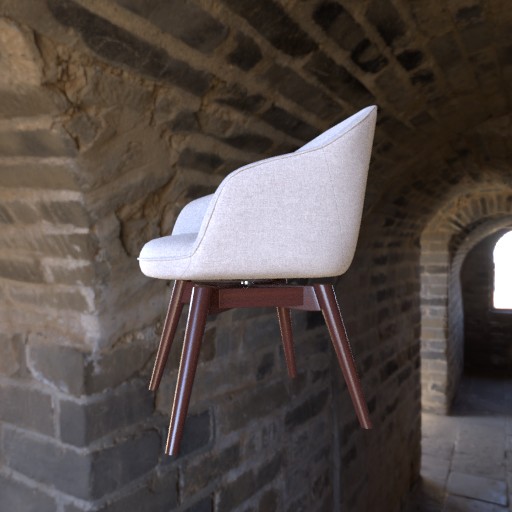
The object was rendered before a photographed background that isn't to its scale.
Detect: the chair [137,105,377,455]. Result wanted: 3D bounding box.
[{"bbox_3d":[0.000,0.000,1.227,0.635,0.823,0.596,0,0,-18],"label":"chair"}]
